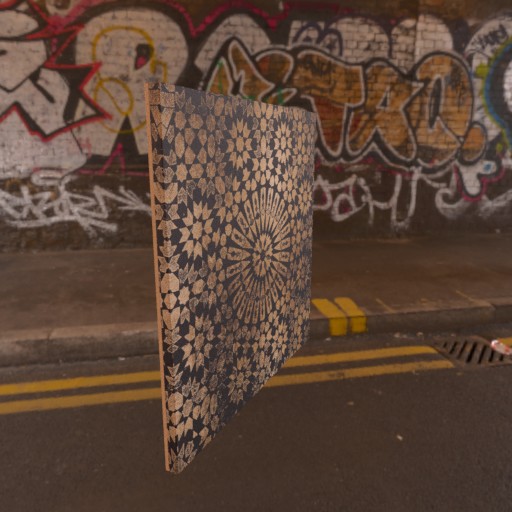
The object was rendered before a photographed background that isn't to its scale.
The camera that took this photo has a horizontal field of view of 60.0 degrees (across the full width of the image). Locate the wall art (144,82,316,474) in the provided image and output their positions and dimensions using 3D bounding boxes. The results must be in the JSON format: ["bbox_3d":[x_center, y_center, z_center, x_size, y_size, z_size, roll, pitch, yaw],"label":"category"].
[{"bbox_3d":[0.000,0.000,1.389,0.038,0.914,0.914,7,15,26],"label":"wall art"}]
